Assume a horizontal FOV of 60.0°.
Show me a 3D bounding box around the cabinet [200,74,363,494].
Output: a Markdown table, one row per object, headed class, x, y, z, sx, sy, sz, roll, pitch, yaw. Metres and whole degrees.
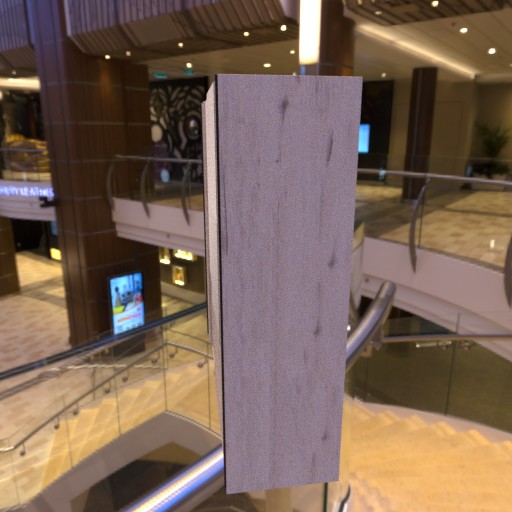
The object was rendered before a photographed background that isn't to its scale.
| class | x | y | z | sx | sy | sz | roll | pitch | yaw |
| --- | --- | --- | --- | --- | --- | --- | --- | --- | --- |
| cabinet | 0.000 | 0.000 | 3.177 | 0.660 | 2.180 | 2.000 | -2 | 16 | -8 |
